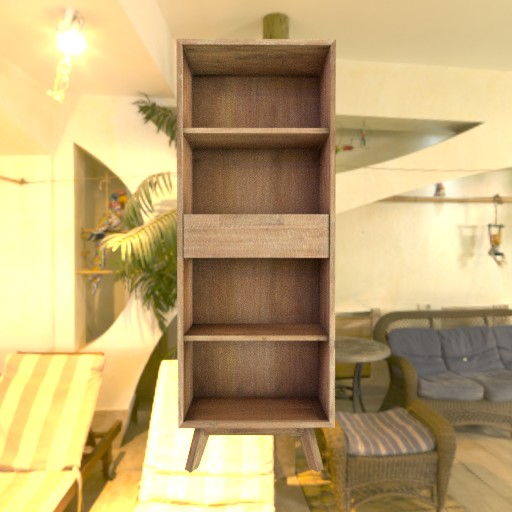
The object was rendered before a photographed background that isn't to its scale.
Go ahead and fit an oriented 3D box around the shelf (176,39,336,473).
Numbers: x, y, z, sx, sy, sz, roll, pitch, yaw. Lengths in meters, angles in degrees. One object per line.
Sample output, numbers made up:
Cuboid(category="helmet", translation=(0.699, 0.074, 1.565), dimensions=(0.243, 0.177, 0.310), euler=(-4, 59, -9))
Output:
Cuboid(category="shelf", translation=(0.000, 0.000, 1.497), dimensions=(0.491, 1.342, 0.267), euler=(0, 1, -1))
